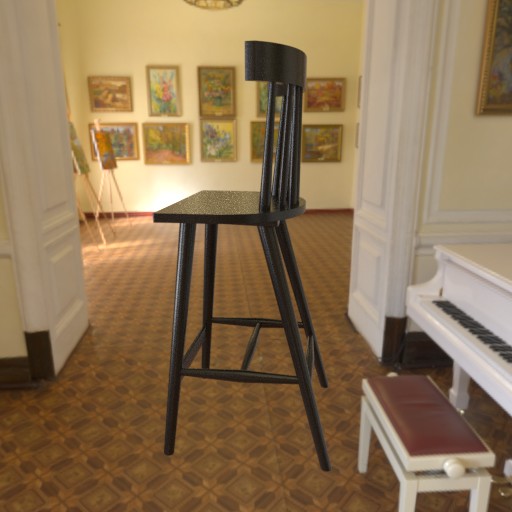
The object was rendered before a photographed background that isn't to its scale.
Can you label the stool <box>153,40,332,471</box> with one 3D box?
[{"bbox_3d":[0.000,0.000,1.323,0.483,1.092,0.482,2,15,8],"label":"stool"}]
